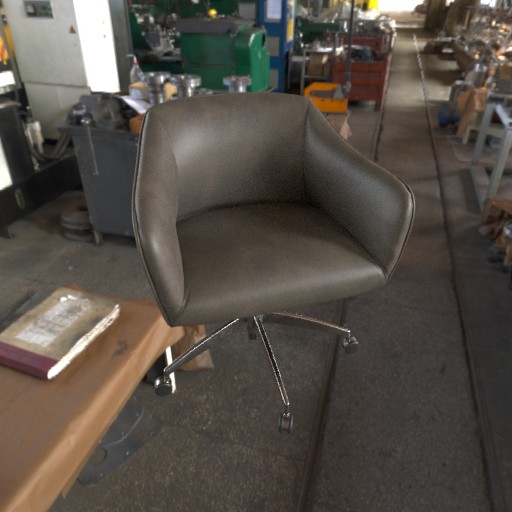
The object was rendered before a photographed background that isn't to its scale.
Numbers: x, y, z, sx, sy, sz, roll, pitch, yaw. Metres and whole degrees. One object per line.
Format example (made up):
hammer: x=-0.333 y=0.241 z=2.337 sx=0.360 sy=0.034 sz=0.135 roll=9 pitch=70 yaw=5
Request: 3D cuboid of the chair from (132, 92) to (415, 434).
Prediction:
chair: x=0.000 y=0.000 z=1.341 sx=0.713 sy=0.827 sz=0.689 roll=-9 pitch=32 yaw=-15
